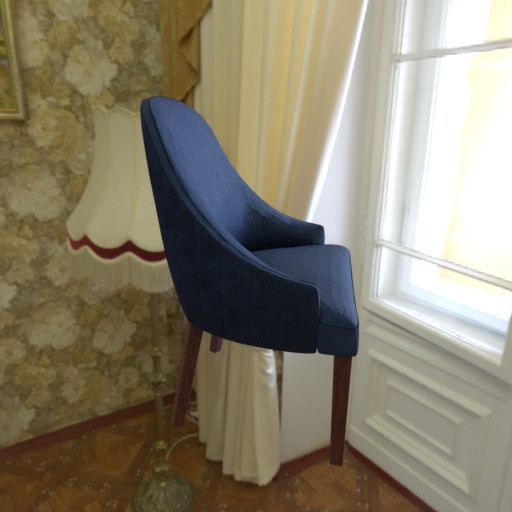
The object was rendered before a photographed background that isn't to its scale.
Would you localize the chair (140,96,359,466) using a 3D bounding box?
[{"bbox_3d":[0.000,0.000,1.304,0.575,0.889,0.643,3,17,9],"label":"chair"}]
